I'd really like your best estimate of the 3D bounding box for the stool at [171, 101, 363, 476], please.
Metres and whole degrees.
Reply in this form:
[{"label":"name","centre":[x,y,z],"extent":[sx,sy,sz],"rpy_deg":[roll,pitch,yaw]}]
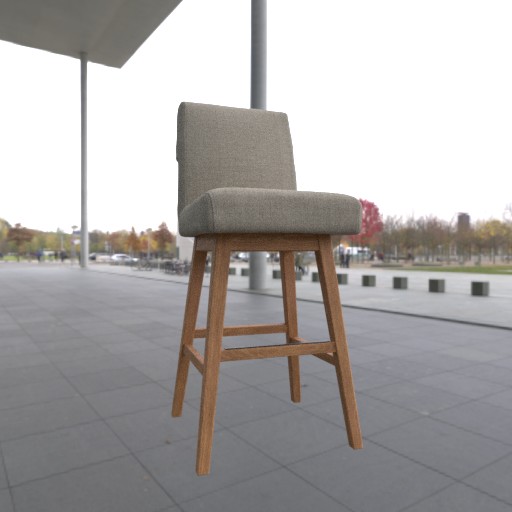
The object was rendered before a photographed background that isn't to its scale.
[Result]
[{"label":"stool","centre":[0.000,0.000,1.424],"extent":[0.483,1.106,0.569],"rpy_deg":[0,0,-19]}]
